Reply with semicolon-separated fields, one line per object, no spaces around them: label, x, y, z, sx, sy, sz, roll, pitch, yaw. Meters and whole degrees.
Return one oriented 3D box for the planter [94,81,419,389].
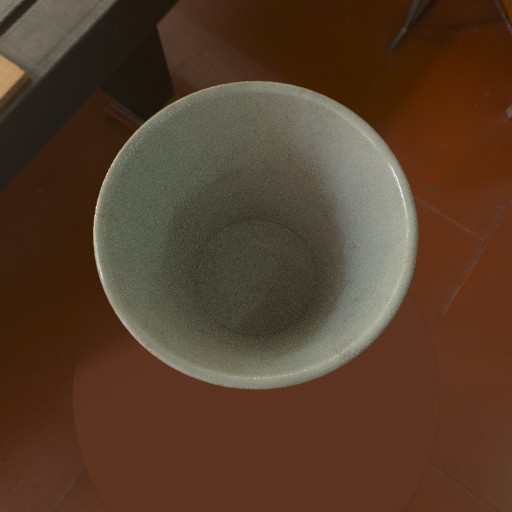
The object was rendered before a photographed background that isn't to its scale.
planter;0.000;0.000;0.342;0.193;0.165;0.193;0;75;0
